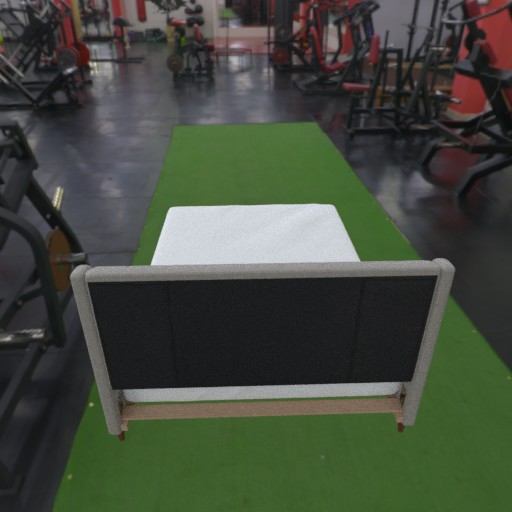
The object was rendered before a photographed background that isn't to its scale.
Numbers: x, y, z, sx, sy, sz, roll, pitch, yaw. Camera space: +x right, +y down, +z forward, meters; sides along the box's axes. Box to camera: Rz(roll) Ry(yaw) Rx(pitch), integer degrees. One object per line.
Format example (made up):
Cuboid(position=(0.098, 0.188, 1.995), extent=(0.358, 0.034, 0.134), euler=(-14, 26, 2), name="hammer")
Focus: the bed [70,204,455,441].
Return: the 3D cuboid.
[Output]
Cuboid(position=(0.000, 0.000, 3.118), extent=(1.656, 1.147, 2.232), euler=(-1, 30, -2), name="bed")
